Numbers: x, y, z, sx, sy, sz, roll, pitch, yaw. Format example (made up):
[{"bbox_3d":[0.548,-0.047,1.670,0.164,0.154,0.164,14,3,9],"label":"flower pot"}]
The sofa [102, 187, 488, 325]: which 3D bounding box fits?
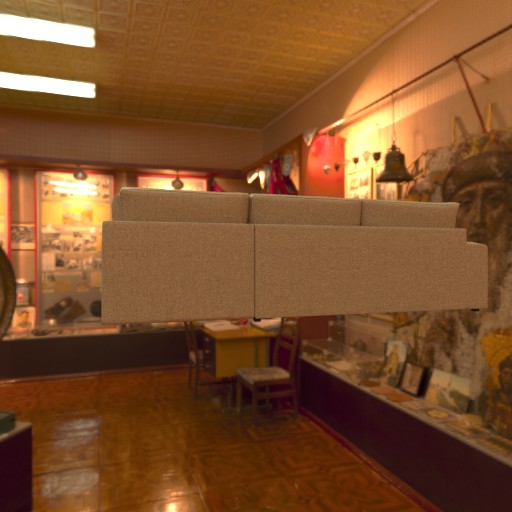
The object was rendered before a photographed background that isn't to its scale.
[{"bbox_3d":[0.000,0.000,4.083,2.622,0.800,2.742,0,0,-18],"label":"sofa"}]
